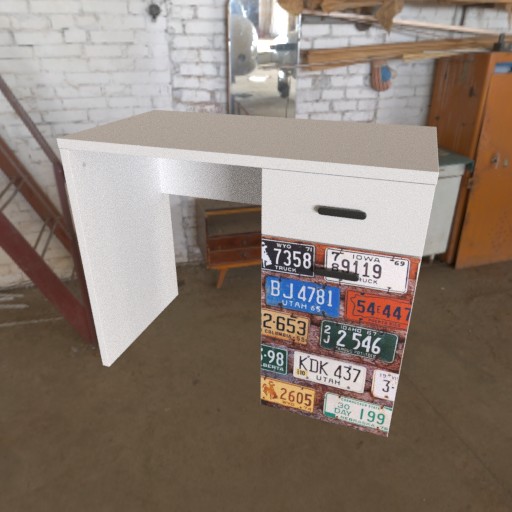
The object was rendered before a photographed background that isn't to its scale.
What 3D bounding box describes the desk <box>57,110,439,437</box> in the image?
[{"bbox_3d":[0.000,0.000,1.334,0.898,0.730,0.482,9,28,17],"label":"desk"}]
